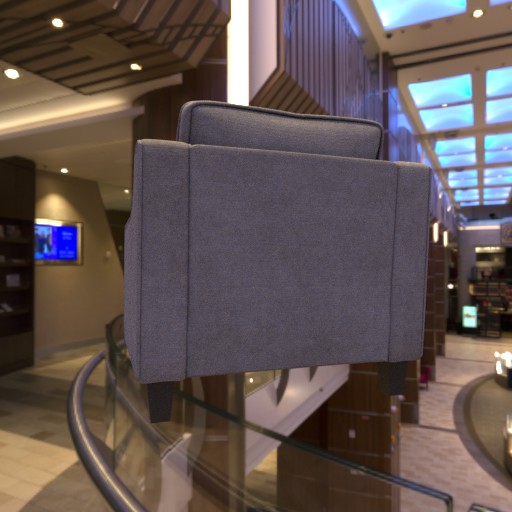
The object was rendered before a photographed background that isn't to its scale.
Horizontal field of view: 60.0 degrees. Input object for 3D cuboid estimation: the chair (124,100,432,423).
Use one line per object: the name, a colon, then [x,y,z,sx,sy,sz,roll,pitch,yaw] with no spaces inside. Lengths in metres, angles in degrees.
chair: [0.000,0.000,1.673,0.926,0.944,0.840,0,-1,-19]
